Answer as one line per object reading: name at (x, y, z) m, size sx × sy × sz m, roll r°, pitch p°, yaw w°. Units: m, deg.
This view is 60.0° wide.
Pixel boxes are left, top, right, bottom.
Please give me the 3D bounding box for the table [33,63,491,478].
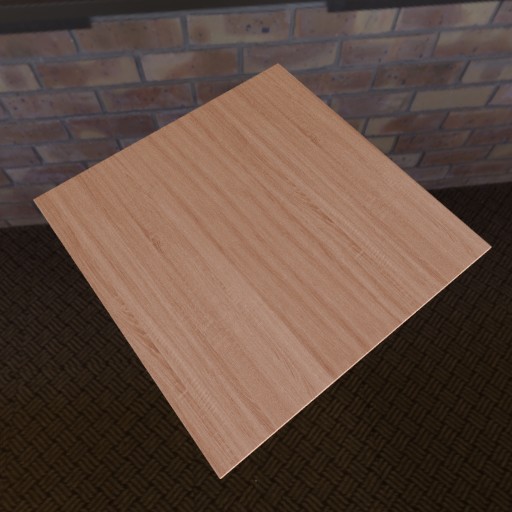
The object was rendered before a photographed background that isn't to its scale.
table at (0.000, 0.000, 1.045) m, size 0.670 × 0.305 × 0.670 m, roll -35°, pitch 68°, yaw -16°
